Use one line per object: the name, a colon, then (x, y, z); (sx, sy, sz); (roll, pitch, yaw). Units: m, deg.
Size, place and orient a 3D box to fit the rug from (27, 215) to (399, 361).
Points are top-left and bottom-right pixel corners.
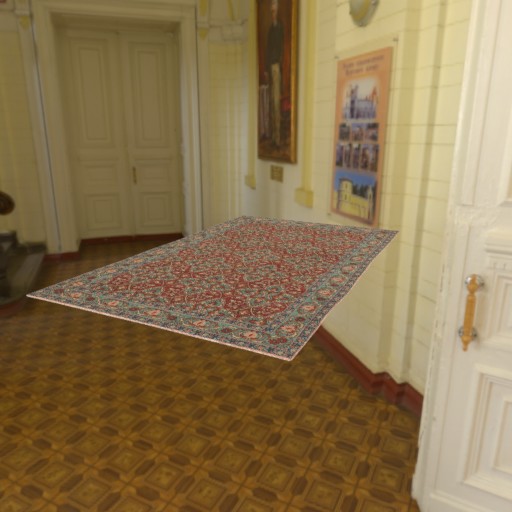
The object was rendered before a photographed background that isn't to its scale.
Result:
rug: (0.000, 0.000, 3.083); (1.533, 0.011, 2.439); (8, 18, 26)
